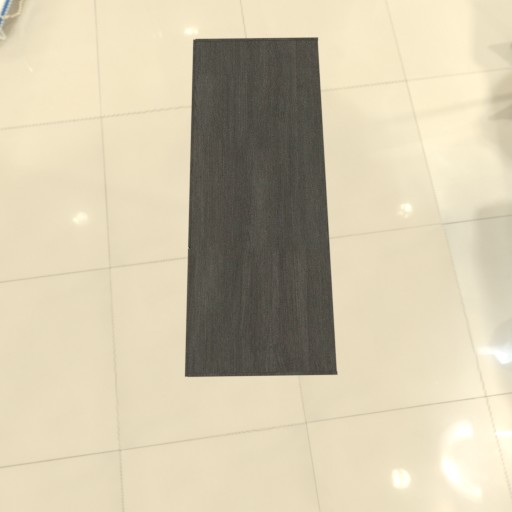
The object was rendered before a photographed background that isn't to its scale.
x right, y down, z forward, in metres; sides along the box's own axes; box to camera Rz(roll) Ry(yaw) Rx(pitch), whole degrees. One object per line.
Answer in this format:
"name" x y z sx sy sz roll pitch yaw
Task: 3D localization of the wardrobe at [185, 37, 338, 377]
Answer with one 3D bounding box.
"wardrobe" 0.000 0.000 2.518 0.510 1.910 1.290 -1 76 0
